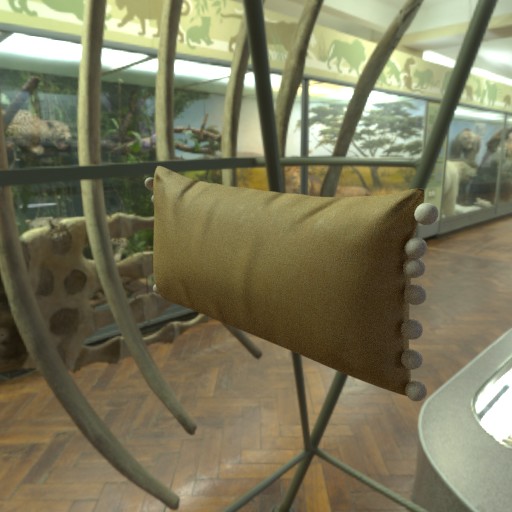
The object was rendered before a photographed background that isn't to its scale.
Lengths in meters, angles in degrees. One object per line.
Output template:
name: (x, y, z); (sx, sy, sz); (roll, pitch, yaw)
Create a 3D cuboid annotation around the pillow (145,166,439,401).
pillow: (0.000, 0.000, 0.846); (0.201, 0.322, 0.709); (-13, 18, -43)
